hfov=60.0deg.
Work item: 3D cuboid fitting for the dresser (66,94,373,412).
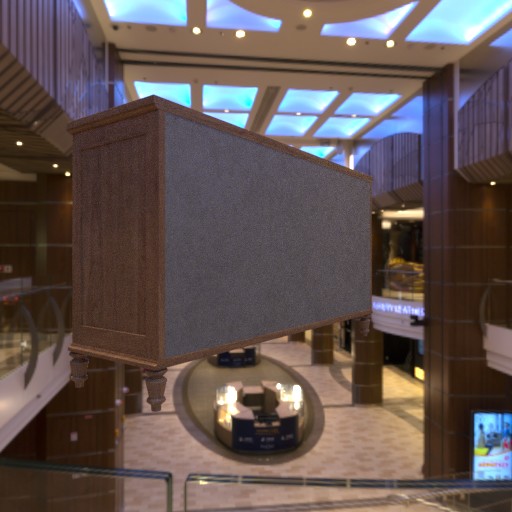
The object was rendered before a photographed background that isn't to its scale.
[{"bbox_3d":[0.000,0.000,2.000,0.468,0.892,1.583,0,0,37],"label":"dresser"}]
